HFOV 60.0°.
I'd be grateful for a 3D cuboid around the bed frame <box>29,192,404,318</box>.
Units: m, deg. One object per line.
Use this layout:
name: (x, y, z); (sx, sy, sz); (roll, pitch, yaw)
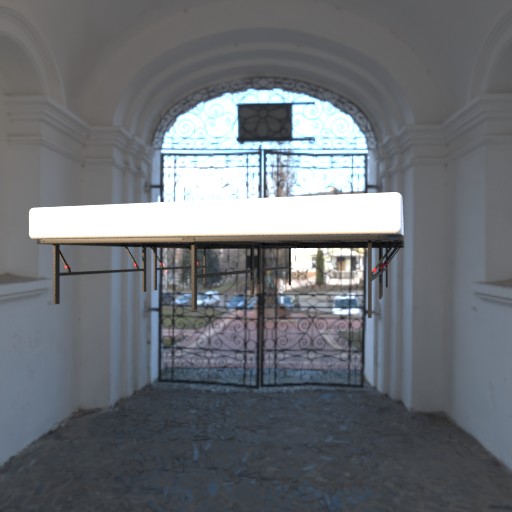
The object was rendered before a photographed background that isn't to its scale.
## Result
bed frame: (0.000, 0.000, 3.057); (1.935, 0.525, 2.033); (0, 0, 19)
